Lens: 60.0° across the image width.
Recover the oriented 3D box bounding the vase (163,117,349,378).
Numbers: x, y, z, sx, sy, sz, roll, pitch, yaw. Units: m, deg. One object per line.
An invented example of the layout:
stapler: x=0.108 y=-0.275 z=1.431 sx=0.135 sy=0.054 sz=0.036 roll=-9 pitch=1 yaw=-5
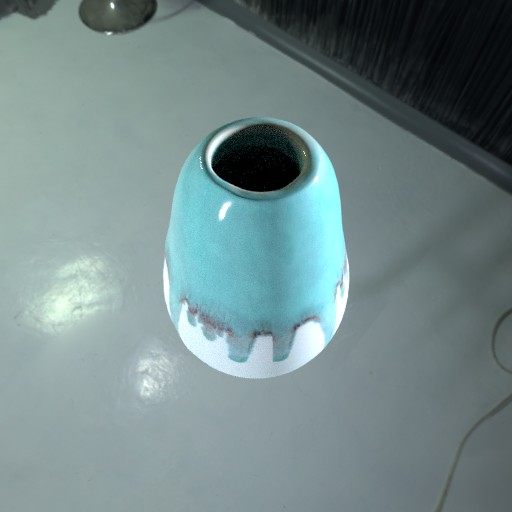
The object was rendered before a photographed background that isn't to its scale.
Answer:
vase: x=0.000 y=0.000 z=0.249 sx=0.116 sy=0.179 sz=0.116 roll=0 pitch=64 yaw=0
